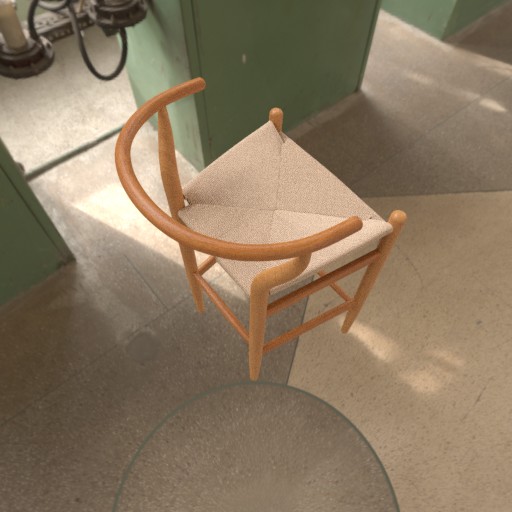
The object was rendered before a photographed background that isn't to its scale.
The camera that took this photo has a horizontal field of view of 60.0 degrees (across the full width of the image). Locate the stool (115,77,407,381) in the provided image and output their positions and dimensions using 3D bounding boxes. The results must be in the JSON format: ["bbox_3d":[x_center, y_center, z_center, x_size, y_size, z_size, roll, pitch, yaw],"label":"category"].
[{"bbox_3d":[0.000,0.000,1.333,0.579,0.970,0.569,-34,64,-19],"label":"stool"}]
